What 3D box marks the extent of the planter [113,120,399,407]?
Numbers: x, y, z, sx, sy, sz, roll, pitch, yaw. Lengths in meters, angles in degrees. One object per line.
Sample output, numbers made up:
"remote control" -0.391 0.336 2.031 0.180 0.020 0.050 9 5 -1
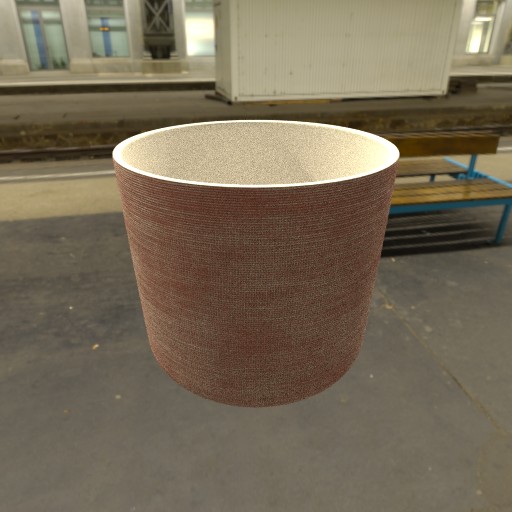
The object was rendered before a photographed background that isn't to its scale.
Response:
"planter" 0.000 0.000 0.795 0.440 0.398 0.440 0 27 0
